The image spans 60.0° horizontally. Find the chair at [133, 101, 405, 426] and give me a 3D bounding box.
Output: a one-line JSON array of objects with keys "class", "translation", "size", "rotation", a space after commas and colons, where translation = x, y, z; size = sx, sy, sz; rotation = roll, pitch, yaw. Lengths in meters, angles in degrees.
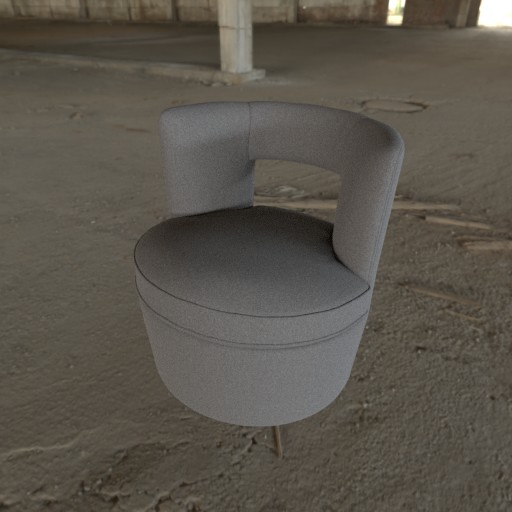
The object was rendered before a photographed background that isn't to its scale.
[{"class": "chair", "translation": [0.000, 0.000, 1.247], "size": [0.689, 0.719, 0.660], "rotation": [18, 35, 28]}]
